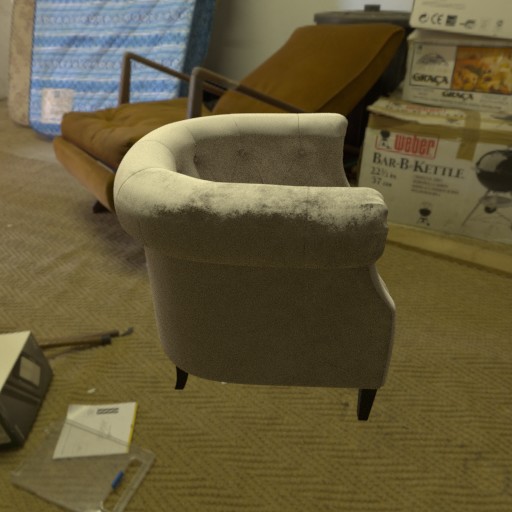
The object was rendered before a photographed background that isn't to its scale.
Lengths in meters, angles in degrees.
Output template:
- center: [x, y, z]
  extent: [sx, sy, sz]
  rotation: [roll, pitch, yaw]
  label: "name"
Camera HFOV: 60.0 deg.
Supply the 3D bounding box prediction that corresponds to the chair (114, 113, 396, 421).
- center: [0.000, 0.000, 1.578]
  extent: [0.851, 0.826, 0.904]
  rotation: [1, 32, 2]
  label: "chair"
